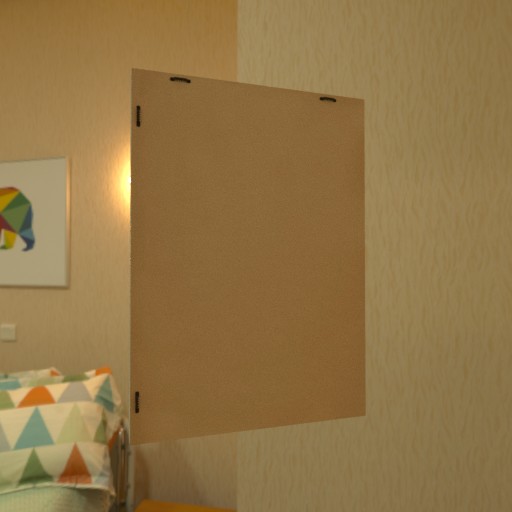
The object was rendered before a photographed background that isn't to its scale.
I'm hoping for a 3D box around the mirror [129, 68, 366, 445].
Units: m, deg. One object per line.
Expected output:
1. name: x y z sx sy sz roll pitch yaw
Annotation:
1. mirror: 0.000 0.000 0.928 0.507 0.710 0.039 0 -1 -19
